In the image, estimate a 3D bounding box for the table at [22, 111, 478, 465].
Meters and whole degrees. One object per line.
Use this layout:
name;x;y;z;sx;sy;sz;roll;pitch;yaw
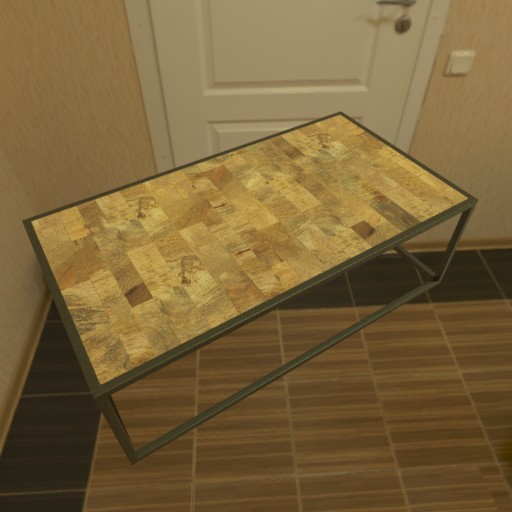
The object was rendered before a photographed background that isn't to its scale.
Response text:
table;0.000;0.000;1.462;1.199;0.398;0.649;-25;51;-22
